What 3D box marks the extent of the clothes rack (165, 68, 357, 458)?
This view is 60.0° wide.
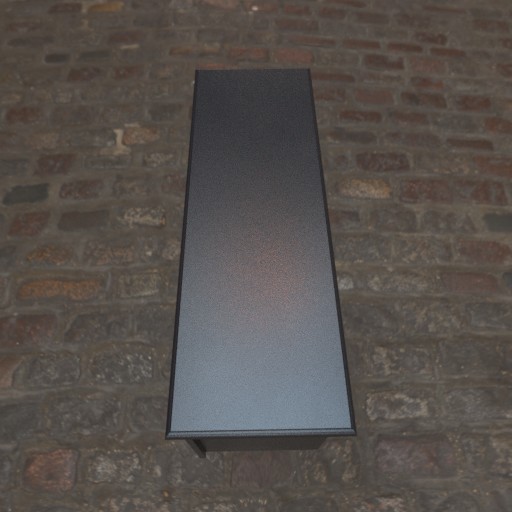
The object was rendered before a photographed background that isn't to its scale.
[{"bbox_3d":[0.000,0.000,1.477,0.406,0.556,1.219,-1,59,-1],"label":"clothes rack"}]
